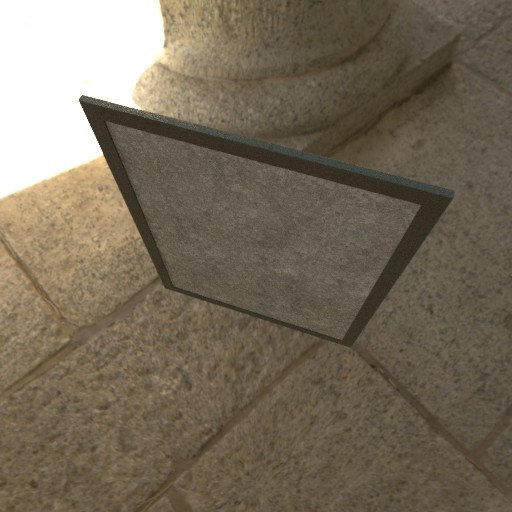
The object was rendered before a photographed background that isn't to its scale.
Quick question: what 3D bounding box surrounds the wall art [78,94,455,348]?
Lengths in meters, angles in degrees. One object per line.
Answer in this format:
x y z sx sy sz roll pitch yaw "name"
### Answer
0.000 0.000 1.302 0.767 0.983 0.030 17 64 8 "wall art"
